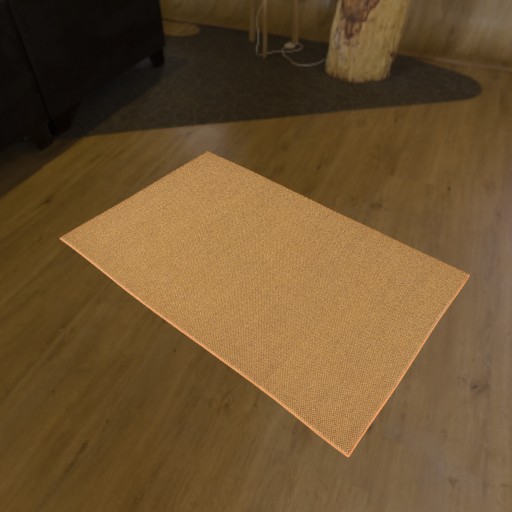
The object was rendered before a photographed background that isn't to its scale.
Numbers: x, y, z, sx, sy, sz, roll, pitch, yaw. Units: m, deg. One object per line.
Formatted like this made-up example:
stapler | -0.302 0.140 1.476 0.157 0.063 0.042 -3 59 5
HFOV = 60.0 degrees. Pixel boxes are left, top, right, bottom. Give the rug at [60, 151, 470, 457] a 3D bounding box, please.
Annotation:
rug | 0.000 0.000 2.127 1.678 0.013 1.078 30 52 27
